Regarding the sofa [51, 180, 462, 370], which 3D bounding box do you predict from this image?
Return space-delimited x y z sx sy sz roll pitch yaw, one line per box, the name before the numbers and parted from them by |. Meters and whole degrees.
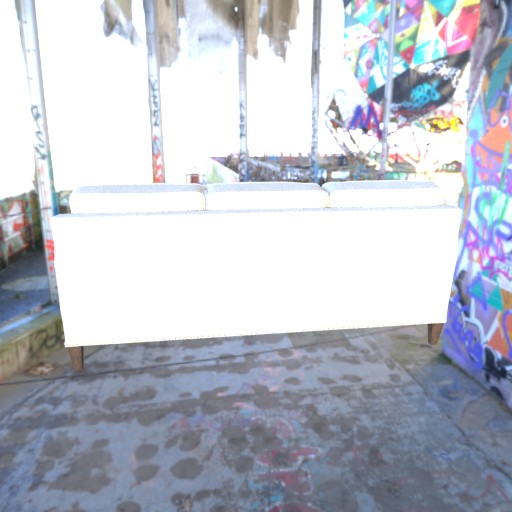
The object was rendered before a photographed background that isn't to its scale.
sofa | 0.000 0.000 2.874 2.246 1.003 1.084 -2 14 -9
